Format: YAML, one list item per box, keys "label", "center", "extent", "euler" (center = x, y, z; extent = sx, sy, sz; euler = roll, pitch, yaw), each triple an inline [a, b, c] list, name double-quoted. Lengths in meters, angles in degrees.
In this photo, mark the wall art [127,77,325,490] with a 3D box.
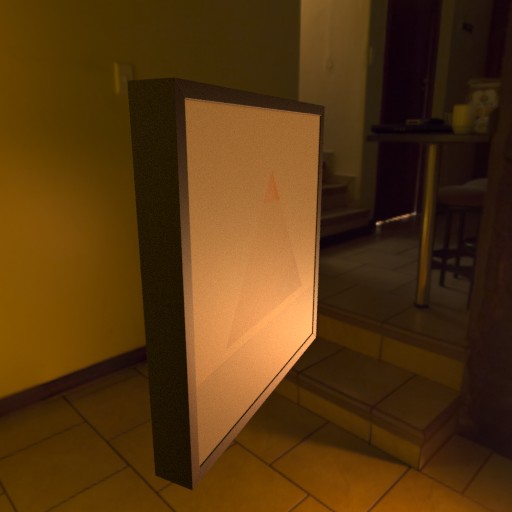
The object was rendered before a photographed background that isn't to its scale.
- label: "wall art"
  center: [0.000, 0.000, 0.448]
  extent: [0.037, 0.303, 0.304]
  euler: [7, 17, 25]
